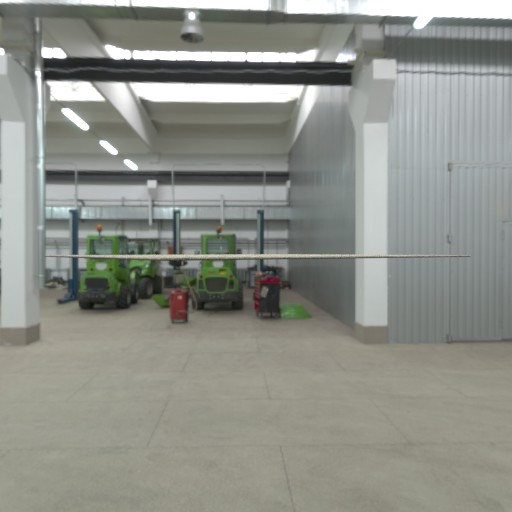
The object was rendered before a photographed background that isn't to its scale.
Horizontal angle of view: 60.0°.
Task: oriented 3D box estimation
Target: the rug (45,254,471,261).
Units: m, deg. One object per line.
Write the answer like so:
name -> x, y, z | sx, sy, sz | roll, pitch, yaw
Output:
rug -> 0.000, 0.000, 4.054 | 3.050, 0.016, 2.441 | 0, 1, -38
